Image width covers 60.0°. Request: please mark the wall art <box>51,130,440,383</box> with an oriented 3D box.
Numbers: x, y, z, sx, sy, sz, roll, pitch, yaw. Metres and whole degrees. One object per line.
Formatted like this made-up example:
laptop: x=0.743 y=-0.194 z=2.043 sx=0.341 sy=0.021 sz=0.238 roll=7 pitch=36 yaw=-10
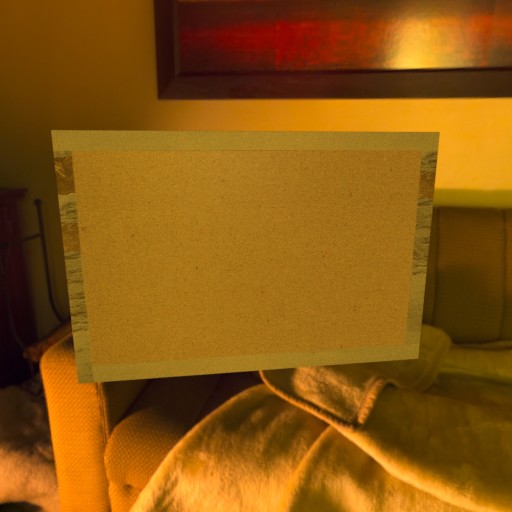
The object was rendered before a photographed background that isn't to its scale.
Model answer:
wall art: x=0.000 y=0.000 z=0.752 sx=0.606 sy=0.407 sz=0.041 roll=-2 pitch=14 yaw=-8
